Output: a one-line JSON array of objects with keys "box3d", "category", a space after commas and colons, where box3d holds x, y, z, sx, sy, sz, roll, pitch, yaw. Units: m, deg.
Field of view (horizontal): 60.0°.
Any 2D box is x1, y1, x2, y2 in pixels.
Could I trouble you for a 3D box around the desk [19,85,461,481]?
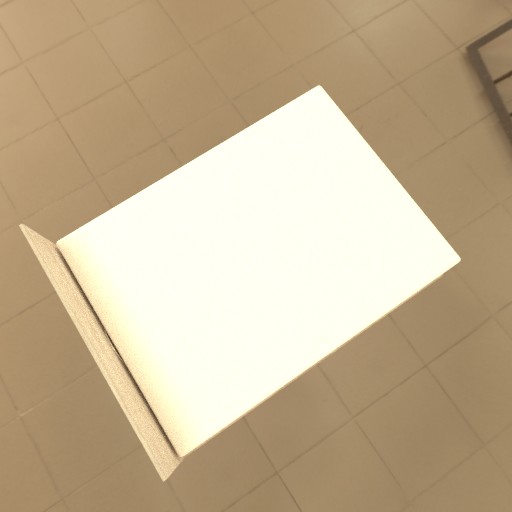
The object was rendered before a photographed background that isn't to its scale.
[{"box3d": [0.000, 0.000, 2.578, 1.900, 0.800, 1.400, -33, 78, -8], "category": "desk"}]
